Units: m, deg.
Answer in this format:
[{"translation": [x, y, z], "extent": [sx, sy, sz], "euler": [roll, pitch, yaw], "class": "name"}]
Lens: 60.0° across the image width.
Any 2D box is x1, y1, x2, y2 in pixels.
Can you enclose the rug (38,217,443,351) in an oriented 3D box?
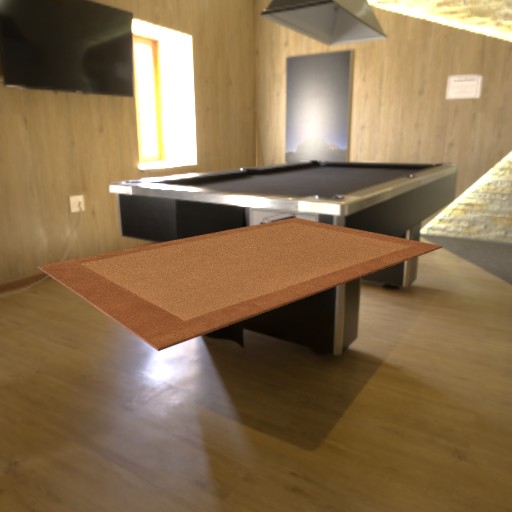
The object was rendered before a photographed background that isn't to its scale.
[{"translation": [0.000, 0.000, 3.108], "extent": [2.438, 0.014, 1.524], "euler": [-14, 21, -40], "class": "rug"}]
